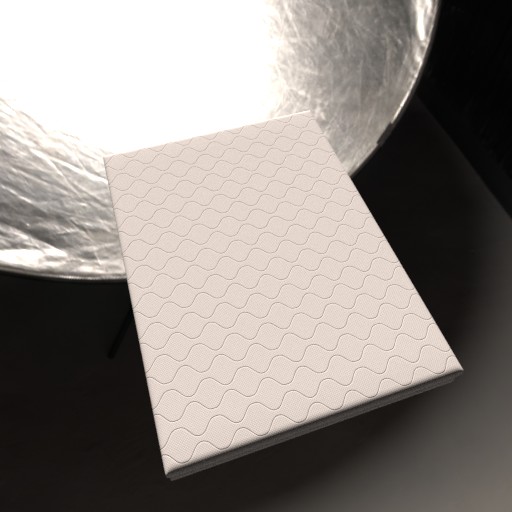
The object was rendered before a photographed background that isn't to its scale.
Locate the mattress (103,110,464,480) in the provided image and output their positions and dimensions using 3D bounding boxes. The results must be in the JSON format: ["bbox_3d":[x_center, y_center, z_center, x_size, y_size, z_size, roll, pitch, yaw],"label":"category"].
[{"bbox_3d":[0.000,0.000,2.472,1.400,0.200,1.900,-15,59,-10],"label":"mattress"}]
